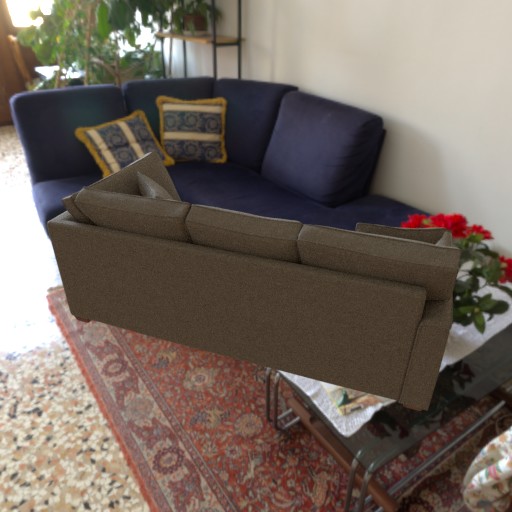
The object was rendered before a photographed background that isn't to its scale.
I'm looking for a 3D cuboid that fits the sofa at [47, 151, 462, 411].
[{"bbox_3d":[0.000,0.000,2.864,2.317,0.962,1.061,11,33,17],"label":"sofa"}]
